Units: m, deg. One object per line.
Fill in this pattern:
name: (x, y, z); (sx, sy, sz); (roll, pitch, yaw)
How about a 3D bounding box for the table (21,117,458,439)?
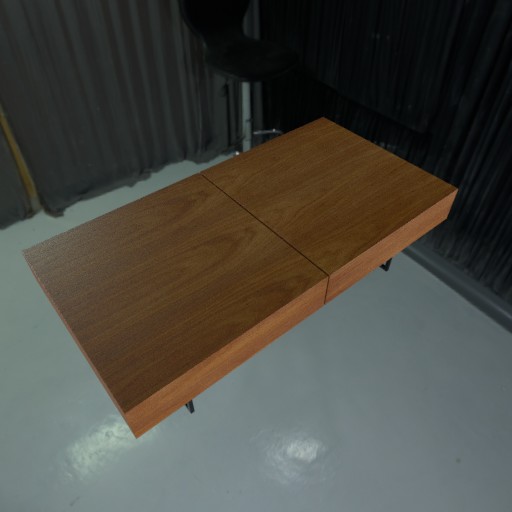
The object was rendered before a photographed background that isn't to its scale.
table: (0.000, 0.000, 1.452); (1.194, 0.330, 0.610); (-30, 53, -26)
